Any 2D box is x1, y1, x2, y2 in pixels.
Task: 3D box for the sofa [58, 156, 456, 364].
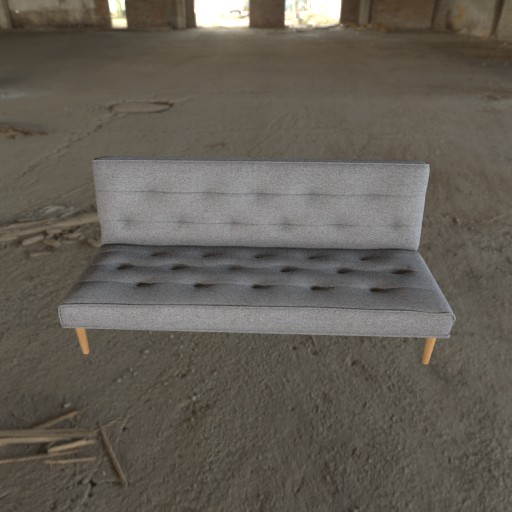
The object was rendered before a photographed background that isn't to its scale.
[{"bbox_3d":[0.000,0.000,2.301,1.820,0.830,0.810,1,30,2],"label":"sofa"}]
